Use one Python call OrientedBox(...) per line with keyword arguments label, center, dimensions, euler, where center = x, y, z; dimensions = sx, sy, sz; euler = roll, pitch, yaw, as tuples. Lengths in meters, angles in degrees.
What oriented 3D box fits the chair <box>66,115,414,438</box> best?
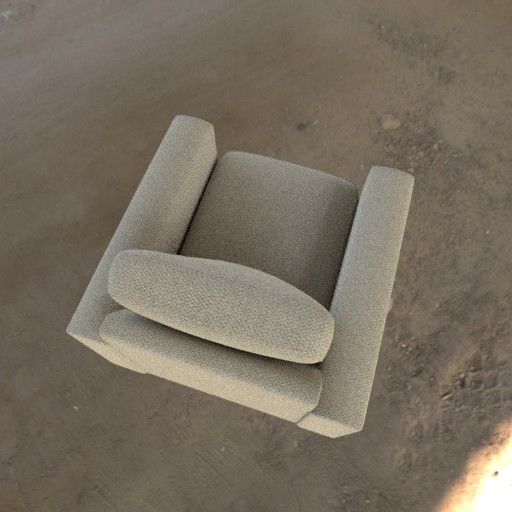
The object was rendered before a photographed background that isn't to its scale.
OrientedBox(label="chair", center=(0.000, 0.000, 1.702), dimensions=(1.005, 0.873, 1.016), euler=(16, 67, 7))
